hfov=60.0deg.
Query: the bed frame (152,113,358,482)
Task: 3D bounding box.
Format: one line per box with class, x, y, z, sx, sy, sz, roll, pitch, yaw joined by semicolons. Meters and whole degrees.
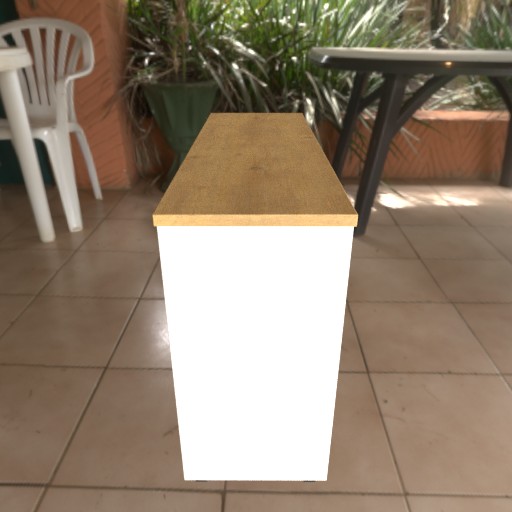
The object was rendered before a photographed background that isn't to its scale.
bed frame;0.000;0.000;1.695;0.430;0.850;1.300;0;27;0
